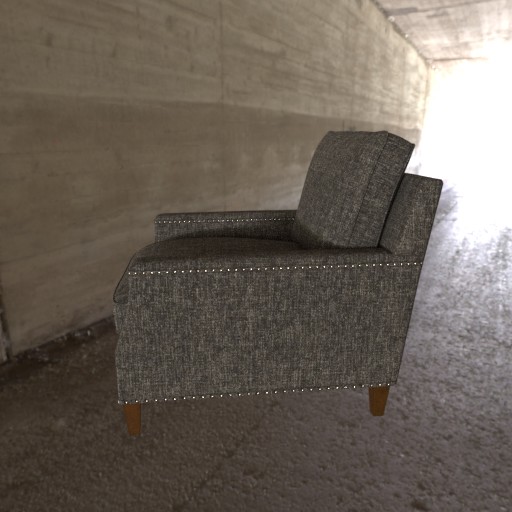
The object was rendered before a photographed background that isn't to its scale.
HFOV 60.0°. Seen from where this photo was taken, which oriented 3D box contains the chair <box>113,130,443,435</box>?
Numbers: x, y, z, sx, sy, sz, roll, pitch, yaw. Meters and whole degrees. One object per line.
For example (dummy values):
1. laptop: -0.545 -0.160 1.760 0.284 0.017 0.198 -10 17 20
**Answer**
1. chair: 0.000 0.000 1.727 1.014 0.943 0.853 -2 16 -7
